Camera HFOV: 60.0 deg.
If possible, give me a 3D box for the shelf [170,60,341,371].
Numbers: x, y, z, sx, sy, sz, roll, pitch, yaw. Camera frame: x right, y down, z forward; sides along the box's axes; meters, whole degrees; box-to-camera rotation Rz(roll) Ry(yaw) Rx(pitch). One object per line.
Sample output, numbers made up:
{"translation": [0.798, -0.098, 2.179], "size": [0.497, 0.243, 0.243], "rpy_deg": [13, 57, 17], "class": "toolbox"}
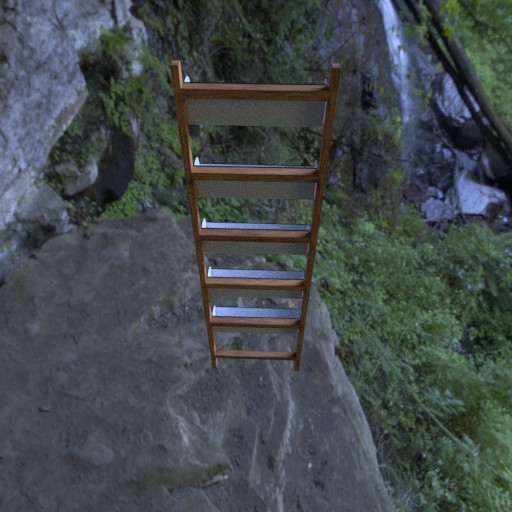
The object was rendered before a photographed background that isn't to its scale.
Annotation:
{"translation": [0.000, 0.000, 1.800], "size": [0.454, 1.600, 0.141], "rpy_deg": [2, 47, 1], "class": "shelf"}
